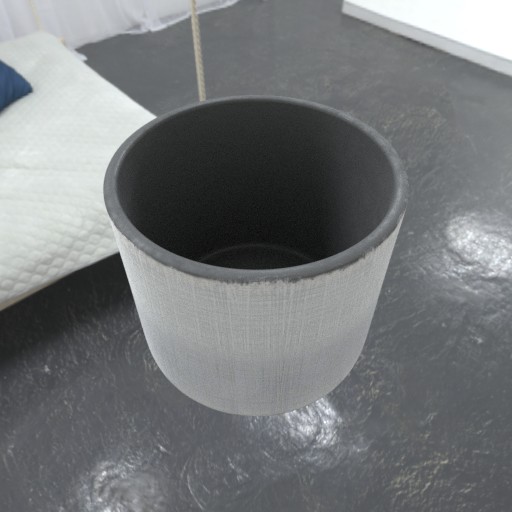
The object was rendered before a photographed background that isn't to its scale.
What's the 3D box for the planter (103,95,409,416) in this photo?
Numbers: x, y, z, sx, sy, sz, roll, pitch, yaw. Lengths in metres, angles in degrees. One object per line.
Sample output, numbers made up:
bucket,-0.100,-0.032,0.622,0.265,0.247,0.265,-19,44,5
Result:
planter,0.000,0.000,0.449,0.254,0.221,0.254,0,47,0
